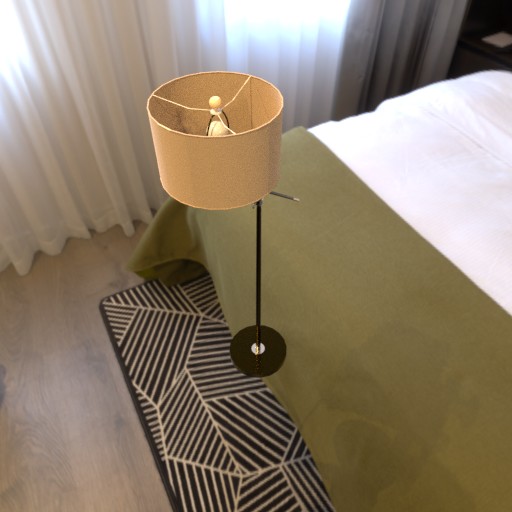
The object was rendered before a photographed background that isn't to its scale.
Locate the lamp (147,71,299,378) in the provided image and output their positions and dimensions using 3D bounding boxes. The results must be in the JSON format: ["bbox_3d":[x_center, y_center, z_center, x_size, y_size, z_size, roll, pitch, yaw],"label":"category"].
[{"bbox_3d":[0.000,0.000,1.933,0.373,1.635,0.809,23,50,21],"label":"lamp"}]
